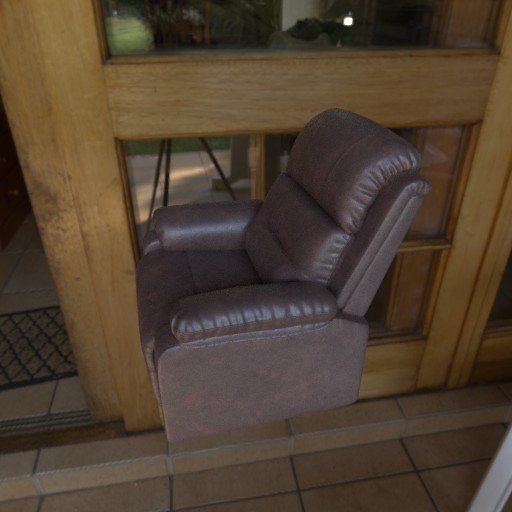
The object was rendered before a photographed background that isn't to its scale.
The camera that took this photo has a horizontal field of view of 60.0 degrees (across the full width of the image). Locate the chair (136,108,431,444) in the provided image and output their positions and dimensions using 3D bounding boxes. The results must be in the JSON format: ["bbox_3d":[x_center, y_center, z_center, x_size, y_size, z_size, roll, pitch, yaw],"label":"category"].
[{"bbox_3d":[0.000,0.000,1.683,0.919,0.992,0.855,-8,31,-13],"label":"chair"}]
